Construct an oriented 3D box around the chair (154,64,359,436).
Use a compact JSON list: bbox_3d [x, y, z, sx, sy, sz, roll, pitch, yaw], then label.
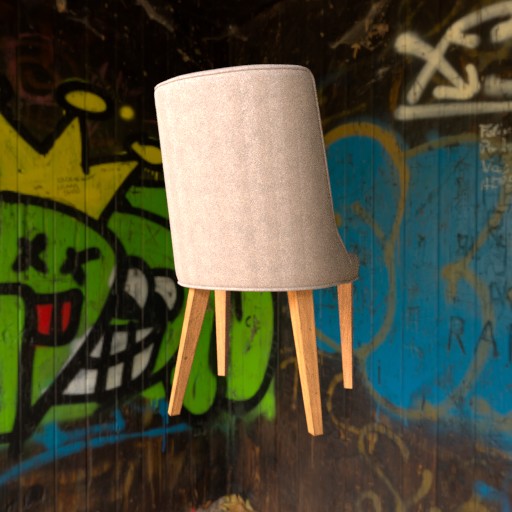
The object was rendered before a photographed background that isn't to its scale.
[{"bbox_3d":[0.000,0.000,1.334,0.548,0.916,0.636,0,1,19],"label":"chair"}]
